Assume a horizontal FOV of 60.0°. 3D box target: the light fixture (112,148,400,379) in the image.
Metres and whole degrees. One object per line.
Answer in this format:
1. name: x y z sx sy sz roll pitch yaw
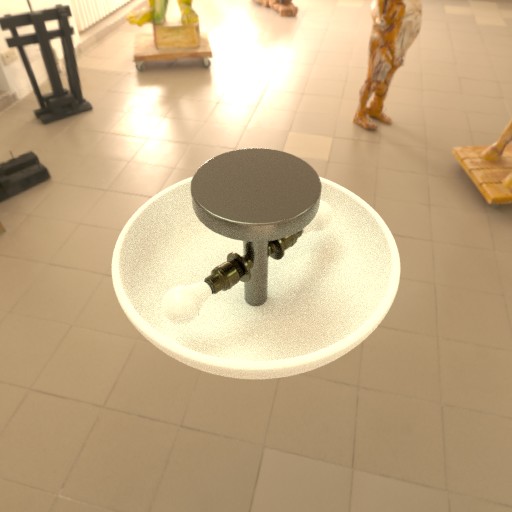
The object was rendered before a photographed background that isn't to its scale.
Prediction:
1. light fixture: 0.000 0.000 0.531 0.330 0.214 0.330 0 45 0
